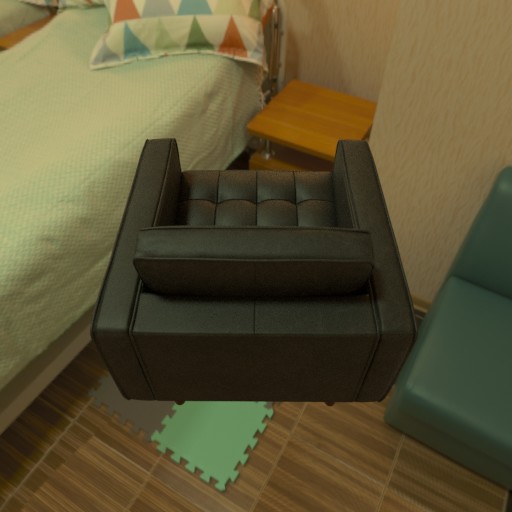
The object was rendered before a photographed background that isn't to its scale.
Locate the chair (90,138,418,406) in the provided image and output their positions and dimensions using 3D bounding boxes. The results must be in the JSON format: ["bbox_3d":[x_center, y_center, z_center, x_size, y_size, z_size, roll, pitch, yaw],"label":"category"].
[{"bbox_3d":[0.000,0.000,1.599,0.889,0.763,0.914,0,49,0],"label":"chair"}]
